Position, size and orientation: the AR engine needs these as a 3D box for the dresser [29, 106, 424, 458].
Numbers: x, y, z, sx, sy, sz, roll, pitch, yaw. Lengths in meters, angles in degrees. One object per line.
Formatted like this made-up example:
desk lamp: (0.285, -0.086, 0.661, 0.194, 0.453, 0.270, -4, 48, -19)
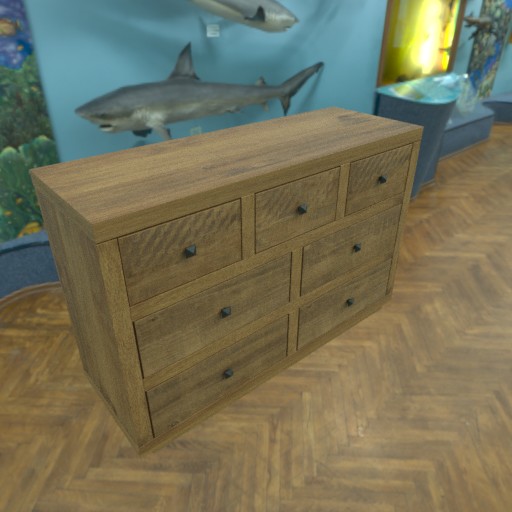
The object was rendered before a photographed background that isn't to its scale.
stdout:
dresser: (0.000, 0.000, 1.635, 1.261, 0.825, 0.479, -23, 38, -33)
